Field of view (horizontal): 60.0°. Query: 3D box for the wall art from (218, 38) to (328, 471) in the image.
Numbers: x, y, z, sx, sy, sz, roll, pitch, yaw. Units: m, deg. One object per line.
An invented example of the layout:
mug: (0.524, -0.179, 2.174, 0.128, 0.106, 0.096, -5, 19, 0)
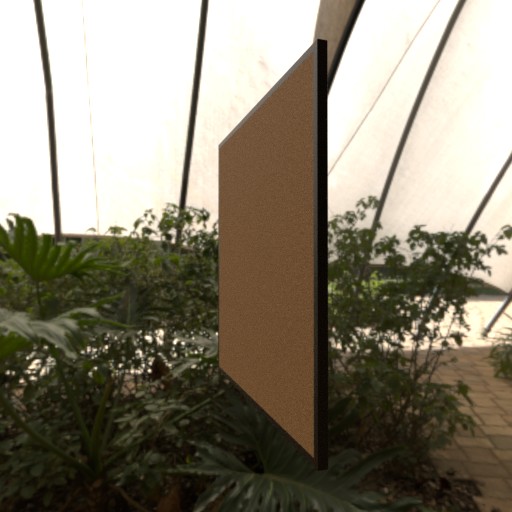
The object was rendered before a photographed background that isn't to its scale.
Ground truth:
wall art: (0.000, 0.000, 0.688, 0.012, 0.458, 0.457, 0, -1, -18)
